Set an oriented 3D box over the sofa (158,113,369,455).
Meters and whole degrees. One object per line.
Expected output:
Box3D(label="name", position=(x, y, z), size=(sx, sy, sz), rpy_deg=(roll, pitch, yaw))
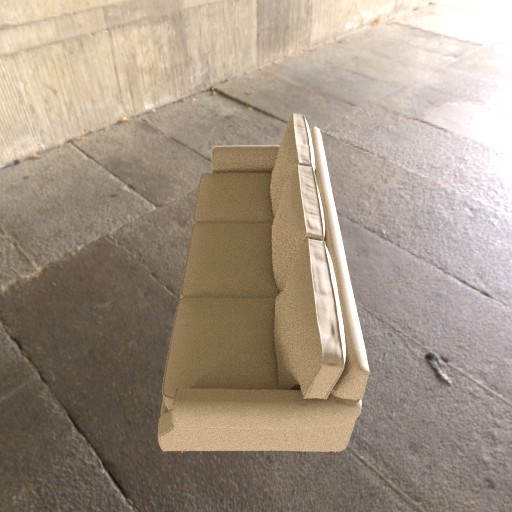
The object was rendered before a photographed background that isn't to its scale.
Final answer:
Box3D(label="sofa", position=(0.000, 0.000, 2.814), size=(0.966, 0.948, 2.354), rpy_deg=(0, 43, 0))
